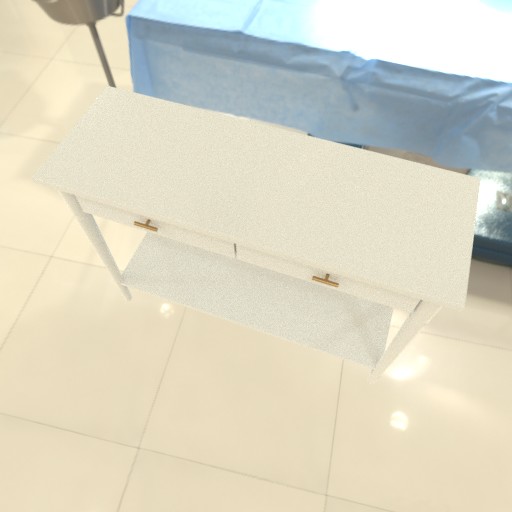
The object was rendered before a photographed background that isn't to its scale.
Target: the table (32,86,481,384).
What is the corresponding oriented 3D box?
[{"bbox_3d":[0.000,0.000,1.432,1.067,0.749,0.381,17,60,10],"label":"table"}]
